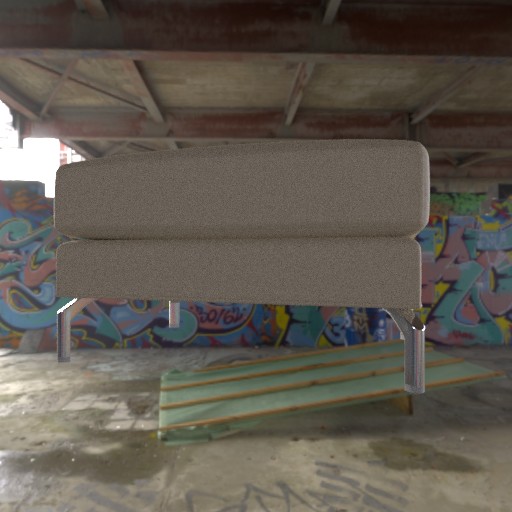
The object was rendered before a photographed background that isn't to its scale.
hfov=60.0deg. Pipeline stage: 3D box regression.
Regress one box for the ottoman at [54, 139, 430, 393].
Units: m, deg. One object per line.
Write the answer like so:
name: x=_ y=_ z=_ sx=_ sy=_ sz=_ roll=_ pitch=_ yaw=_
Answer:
ottoman: x=0.000 y=0.000 z=1.183 sx=0.835 sy=0.497 sz=0.581 roll=0 pitch=0 yaw=18
